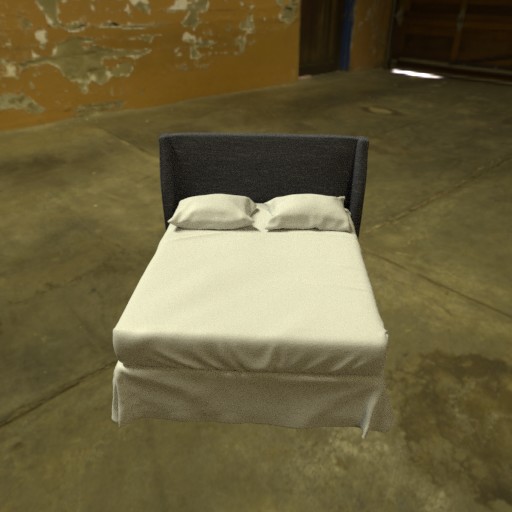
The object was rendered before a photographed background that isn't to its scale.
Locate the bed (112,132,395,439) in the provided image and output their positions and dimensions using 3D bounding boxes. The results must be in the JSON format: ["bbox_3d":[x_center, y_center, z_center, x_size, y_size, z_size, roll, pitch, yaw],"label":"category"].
[{"bbox_3d":[0.000,0.000,3.453,1.925,1.332,2.276,2,30,3],"label":"bed"}]
